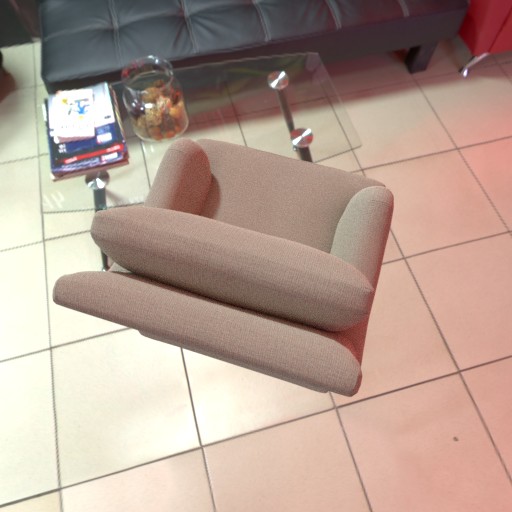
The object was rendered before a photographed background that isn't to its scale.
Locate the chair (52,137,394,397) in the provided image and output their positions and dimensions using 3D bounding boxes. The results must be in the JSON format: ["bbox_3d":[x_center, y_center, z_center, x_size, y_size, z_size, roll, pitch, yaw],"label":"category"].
[{"bbox_3d":[0.000,0.000,1.808,0.955,1.038,1.070,16,64,8],"label":"chair"}]
